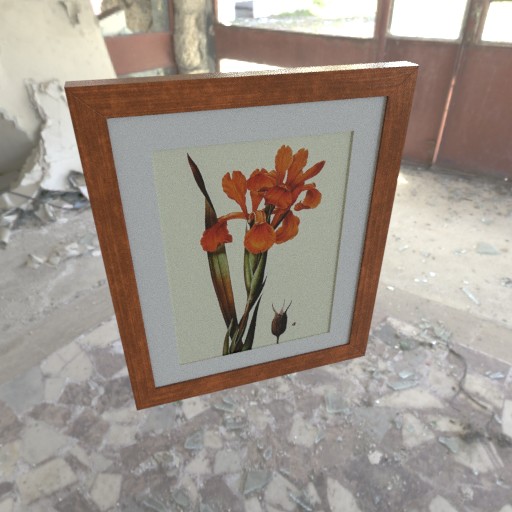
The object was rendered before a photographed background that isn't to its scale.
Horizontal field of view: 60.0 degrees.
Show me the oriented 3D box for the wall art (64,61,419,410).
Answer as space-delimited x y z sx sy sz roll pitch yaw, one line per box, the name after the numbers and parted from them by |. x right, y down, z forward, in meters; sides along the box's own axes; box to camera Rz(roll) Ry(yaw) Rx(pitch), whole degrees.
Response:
0.000 0.000 0.729 0.467 0.567 0.033 -9 34 -14 | wall art
